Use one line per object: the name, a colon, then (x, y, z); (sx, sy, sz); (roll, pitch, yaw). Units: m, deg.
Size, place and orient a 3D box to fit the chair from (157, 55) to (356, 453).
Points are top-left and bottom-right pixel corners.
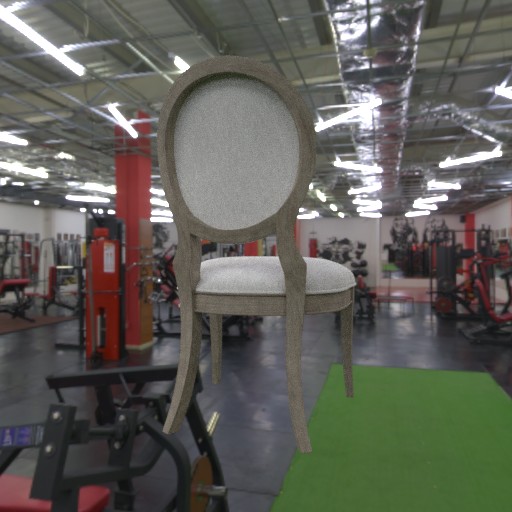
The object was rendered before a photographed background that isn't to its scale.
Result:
chair: (0.000, 0.000, 1.363); (0.558, 0.990, 0.602); (0, 0, 18)
